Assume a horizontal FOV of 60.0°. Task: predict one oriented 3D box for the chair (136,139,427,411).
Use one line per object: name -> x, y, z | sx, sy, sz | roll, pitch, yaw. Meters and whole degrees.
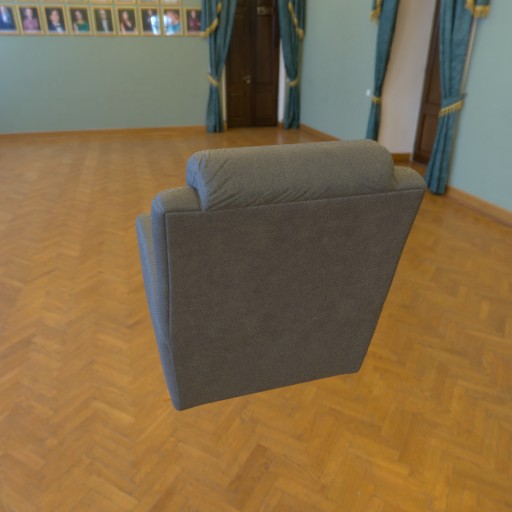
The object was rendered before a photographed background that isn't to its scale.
chair -> 0.000, 0.000, 1.936 | 0.967, 1.116, 1.068 | -7, 26, -15
